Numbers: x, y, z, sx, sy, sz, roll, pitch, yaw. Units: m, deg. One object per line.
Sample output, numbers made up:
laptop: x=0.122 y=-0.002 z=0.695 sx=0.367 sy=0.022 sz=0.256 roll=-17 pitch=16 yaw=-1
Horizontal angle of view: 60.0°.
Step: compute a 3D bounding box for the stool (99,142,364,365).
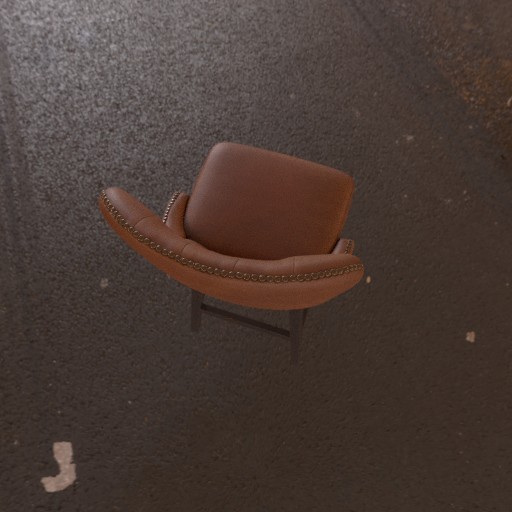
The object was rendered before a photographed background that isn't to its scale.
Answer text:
stool: x=0.000 y=0.000 z=1.296 sx=0.528 sy=0.971 sz=0.593 roll=16 pitch=64 yaw=8
